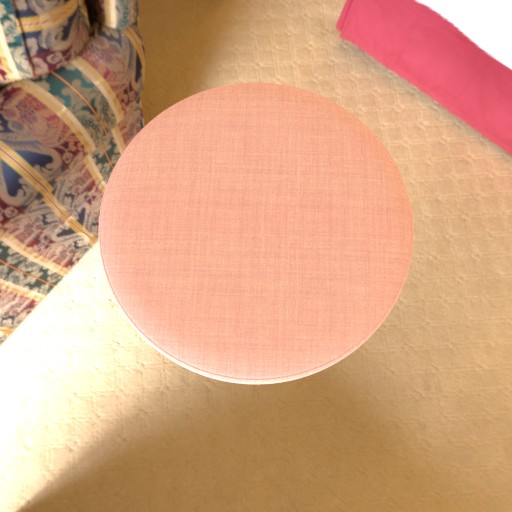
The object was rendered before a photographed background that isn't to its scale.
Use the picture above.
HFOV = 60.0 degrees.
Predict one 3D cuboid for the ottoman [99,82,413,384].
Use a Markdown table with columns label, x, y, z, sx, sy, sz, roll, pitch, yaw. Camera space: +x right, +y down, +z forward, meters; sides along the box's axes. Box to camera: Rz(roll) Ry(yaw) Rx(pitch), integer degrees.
| label | x | y | z | sx | sy | sz | roll | pitch | yaw |
| --- | --- | --- | --- | --- | --- | --- | --- | --- | --- |
| ottoman | 0.000 | 0.000 | 0.734 | 0.400 | 0.406 | 0.400 | 0 | 75 | 0 |
